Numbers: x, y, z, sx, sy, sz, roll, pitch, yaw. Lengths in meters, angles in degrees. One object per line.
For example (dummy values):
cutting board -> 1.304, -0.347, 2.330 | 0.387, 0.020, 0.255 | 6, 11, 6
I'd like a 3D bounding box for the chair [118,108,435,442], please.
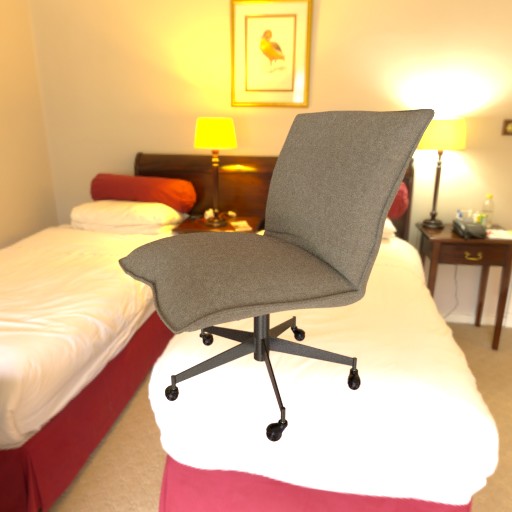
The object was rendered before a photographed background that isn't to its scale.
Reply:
chair -> 0.000, 0.000, 1.286 | 0.696, 0.811, 0.597 | -9, 19, -26
